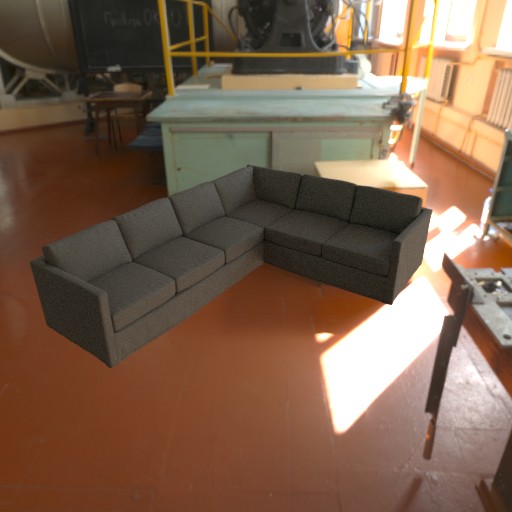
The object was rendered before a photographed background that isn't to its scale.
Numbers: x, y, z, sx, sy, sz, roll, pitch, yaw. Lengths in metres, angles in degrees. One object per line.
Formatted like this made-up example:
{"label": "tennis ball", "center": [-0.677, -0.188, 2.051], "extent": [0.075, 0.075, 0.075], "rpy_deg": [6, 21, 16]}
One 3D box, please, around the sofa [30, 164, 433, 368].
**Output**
{"label": "sofa", "center": [0.000, 0.000, 4.343], "extent": [2.432, 0.871, 3.182], "rpy_deg": [18, 33, 31]}
